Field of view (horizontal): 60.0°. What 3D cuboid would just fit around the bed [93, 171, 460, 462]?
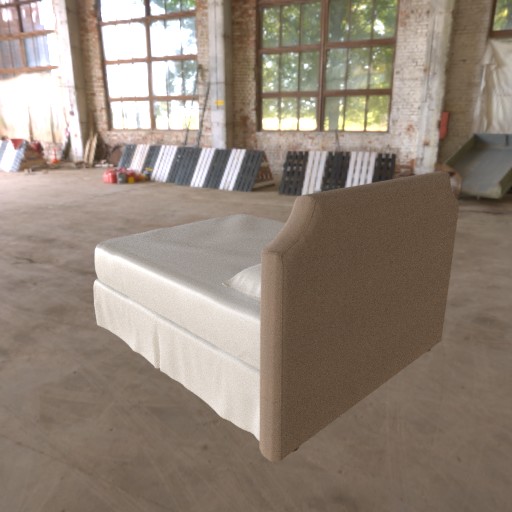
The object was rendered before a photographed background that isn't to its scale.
[{"bbox_3d":[0.000,0.000,3.280,1.828,1.303,2.164,-16,23,-41],"label":"bed"}]
